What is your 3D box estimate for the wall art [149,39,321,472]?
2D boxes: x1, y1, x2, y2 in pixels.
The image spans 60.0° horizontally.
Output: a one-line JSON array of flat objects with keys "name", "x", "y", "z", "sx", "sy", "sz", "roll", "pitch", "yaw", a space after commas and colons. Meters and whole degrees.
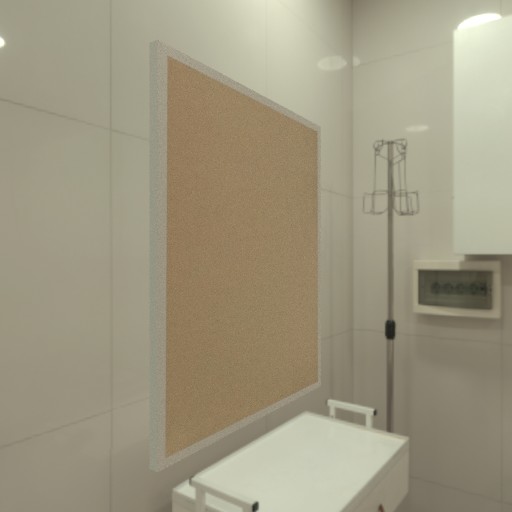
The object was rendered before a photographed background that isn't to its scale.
[{"name": "wall art", "x": 0.000, "y": 0.000, "z": 0.627, "sx": 0.013, "sy": 0.456, "sz": 0.382, "roll": 0, "pitch": 0, "yaw": 35}]
